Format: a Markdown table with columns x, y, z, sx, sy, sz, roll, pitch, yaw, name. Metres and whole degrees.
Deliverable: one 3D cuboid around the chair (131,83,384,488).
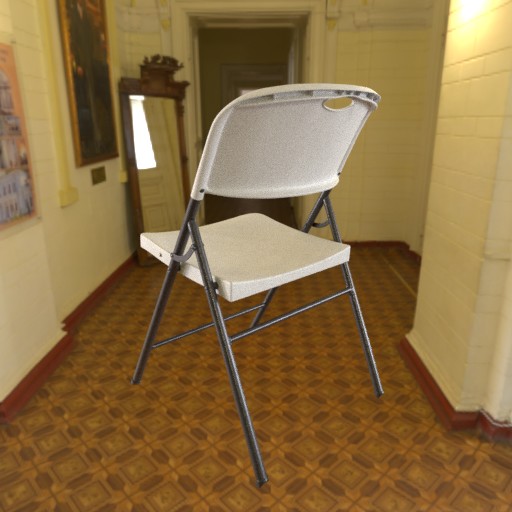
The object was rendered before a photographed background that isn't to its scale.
| x | y | z | sx | sy | sz | roll | pitch | yaw | name |
| --- | --- | --- | --- | --- | --- | --- | --- | --- | --- |
| 0.000 | 0.000 | 1.164 | 0.494 | 0.810 | 0.566 | -15 | 22 | -41 | chair |
